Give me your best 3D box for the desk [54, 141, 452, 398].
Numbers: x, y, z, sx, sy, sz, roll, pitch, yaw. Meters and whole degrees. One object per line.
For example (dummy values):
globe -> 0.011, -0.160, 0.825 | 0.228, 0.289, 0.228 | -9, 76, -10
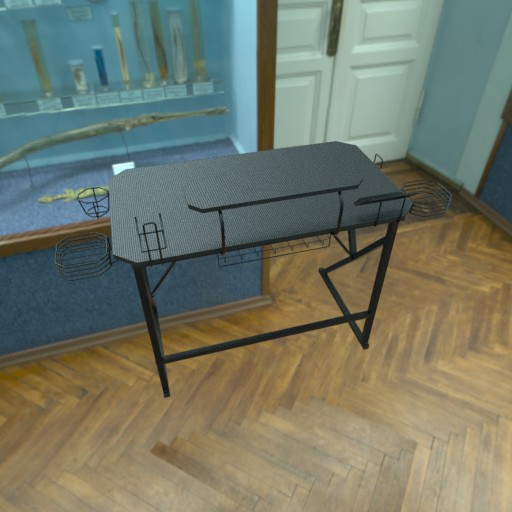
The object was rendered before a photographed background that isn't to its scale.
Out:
desk -> 0.000, 0.000, 1.704 | 1.290, 0.880, 0.580 | -10, 42, -12
